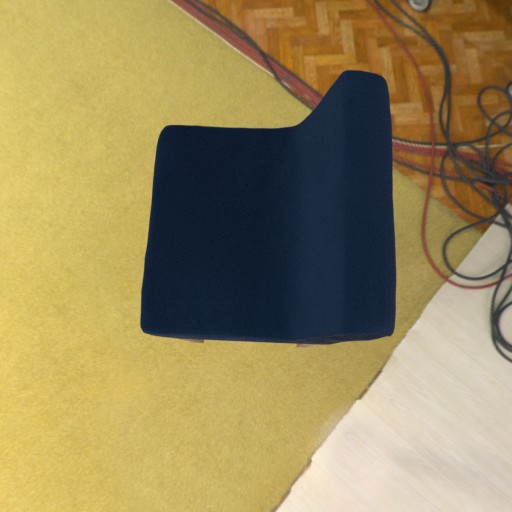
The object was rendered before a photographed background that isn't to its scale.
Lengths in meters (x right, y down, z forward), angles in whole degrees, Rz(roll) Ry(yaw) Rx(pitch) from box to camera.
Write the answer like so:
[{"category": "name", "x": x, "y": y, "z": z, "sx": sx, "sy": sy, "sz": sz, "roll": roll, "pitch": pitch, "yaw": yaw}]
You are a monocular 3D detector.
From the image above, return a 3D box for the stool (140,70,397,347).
[{"category": "stool", "x": 0.000, "y": 0.000, "z": 1.279, "sx": 0.500, "sy": 1.037, "sz": 0.511, "roll": 2, "pitch": 76, "yaw": 1}]
